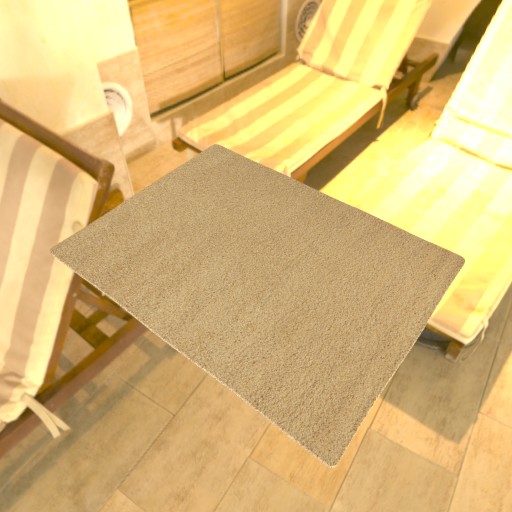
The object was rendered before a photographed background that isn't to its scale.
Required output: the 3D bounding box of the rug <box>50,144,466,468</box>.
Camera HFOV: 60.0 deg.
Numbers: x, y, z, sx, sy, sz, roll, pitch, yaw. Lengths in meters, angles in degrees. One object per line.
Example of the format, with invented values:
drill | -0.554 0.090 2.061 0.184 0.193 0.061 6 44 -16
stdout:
rug | 0.000 0.000 2.114 1.600 0.025 1.199 30 53 25
